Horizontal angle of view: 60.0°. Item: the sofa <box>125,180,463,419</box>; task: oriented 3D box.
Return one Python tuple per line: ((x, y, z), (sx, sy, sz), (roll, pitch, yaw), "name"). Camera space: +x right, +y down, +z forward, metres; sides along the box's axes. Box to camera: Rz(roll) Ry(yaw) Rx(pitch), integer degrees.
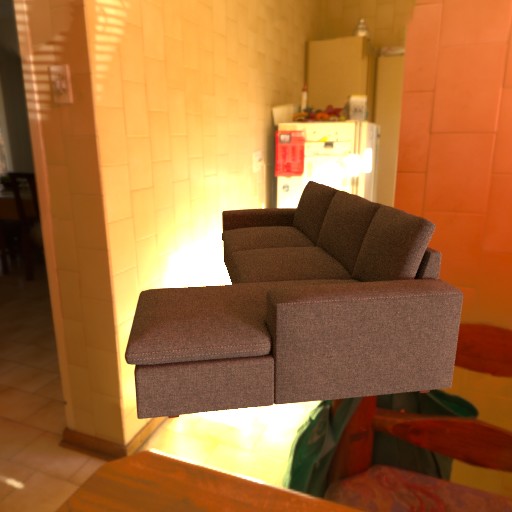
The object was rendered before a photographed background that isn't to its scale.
((0.000, 0.000, 3.436), (1.689, 0.940, 2.718), (-3, 15, -9), "sofa")
